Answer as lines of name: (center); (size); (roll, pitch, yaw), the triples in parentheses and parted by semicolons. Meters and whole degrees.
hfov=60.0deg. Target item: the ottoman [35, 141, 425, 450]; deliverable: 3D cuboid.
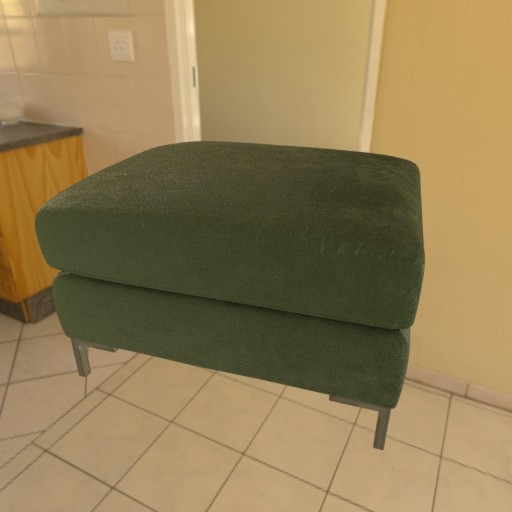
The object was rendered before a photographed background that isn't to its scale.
ottoman: (0.000, 0.000, 1.251); (0.839, 0.538, 0.701); (8, 28, 16)
